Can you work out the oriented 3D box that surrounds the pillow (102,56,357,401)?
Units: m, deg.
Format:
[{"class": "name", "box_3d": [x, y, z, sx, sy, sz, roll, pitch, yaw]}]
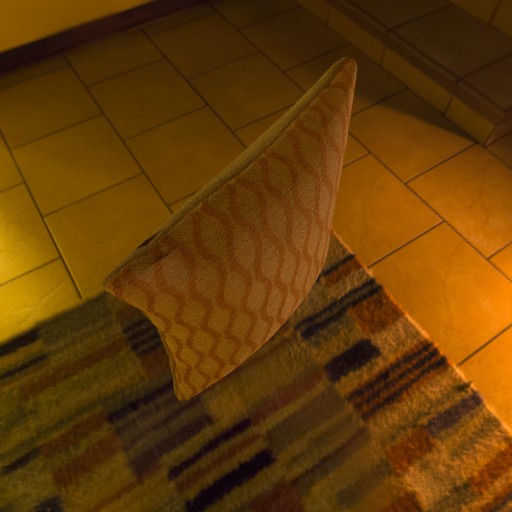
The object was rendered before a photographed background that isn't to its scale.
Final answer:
[{"class": "pillow", "box_3d": [0.000, 0.000, 0.668, 0.159, 0.436, 0.429, 33, 63, 19]}]
